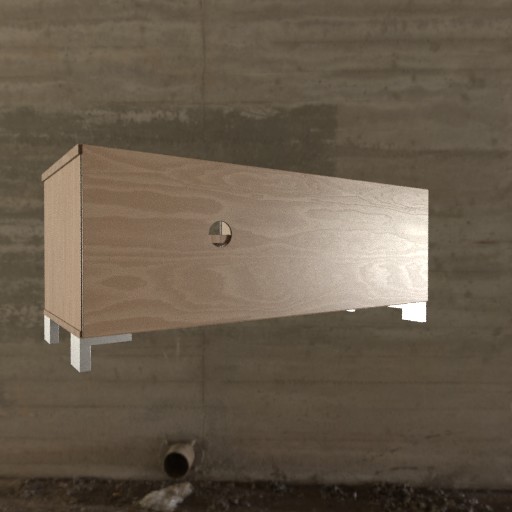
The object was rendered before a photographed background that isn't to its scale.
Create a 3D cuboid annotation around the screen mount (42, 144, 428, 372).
[{"bbox_3d":[0.000,0.000,1.303,1.084,0.432,0.406,0,1,-34],"label":"screen mount"}]
